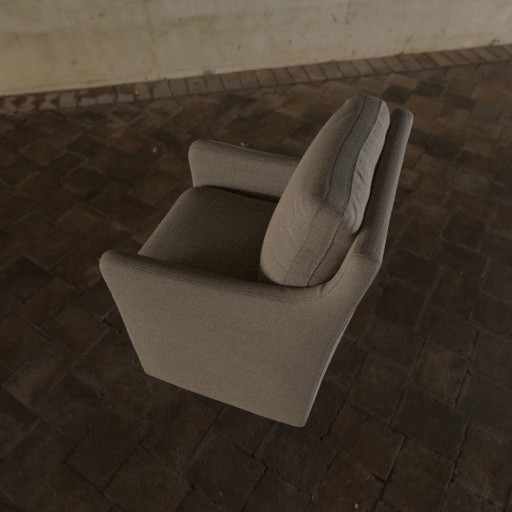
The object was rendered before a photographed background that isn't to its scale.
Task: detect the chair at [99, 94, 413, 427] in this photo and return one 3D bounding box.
[{"bbox_3d":[0.000,0.000,1.368,0.694,0.914,0.626,15,49,13],"label":"chair"}]
